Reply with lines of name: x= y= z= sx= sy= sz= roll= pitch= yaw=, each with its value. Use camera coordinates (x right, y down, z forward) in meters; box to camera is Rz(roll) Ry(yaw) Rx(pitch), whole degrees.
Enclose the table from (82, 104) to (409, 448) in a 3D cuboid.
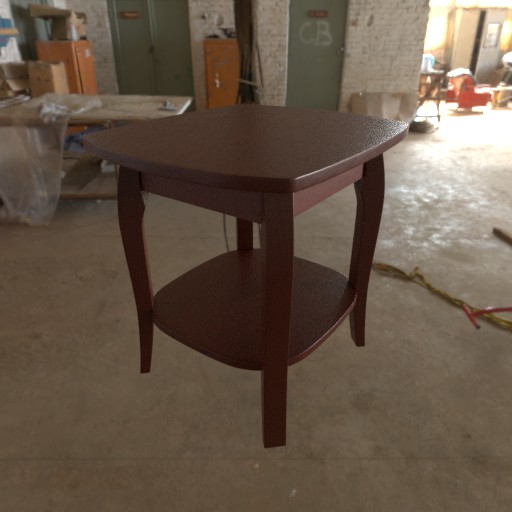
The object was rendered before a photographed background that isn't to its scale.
table: x=0.000 y=0.000 z=0.883 sx=0.433 sy=0.496 sz=0.502 roll=18 pitch=32 yaw=32
